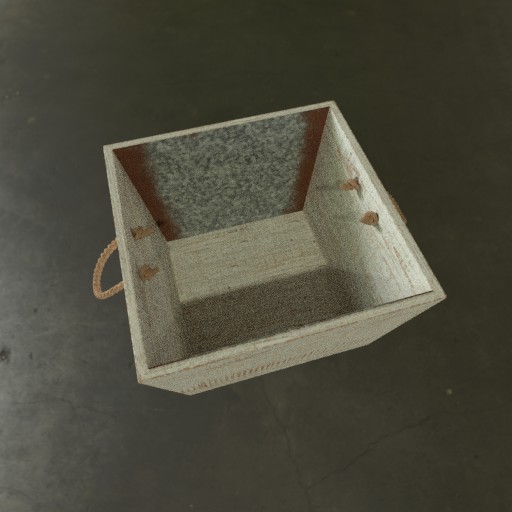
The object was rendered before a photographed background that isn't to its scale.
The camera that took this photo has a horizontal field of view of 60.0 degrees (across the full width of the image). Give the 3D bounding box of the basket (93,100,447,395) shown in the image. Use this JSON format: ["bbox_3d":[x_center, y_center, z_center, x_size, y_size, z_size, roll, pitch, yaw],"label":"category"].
[{"bbox_3d":[0.000,0.000,0.771,0.545,0.247,0.413,-14,59,-8],"label":"basket"}]
